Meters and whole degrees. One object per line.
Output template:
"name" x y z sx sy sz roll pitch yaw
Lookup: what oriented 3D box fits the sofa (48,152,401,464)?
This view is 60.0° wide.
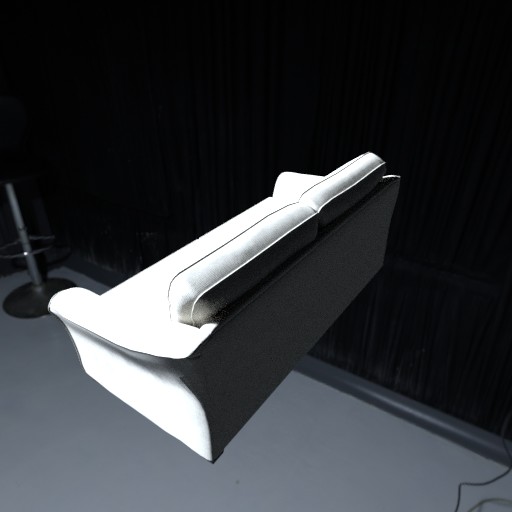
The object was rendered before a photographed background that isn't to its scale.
"sofa" 0.000 0.000 2.751 0.980 0.965 2.270 20 36 30
